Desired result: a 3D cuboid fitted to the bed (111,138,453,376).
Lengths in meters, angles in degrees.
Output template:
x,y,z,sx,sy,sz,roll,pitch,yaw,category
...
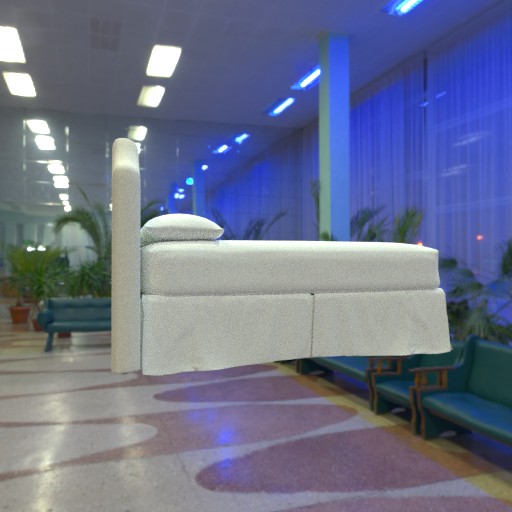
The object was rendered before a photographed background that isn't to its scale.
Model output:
x,y,z,sx,sy,sz,roll,pitch,yaw,category
0.000,0.000,3.580,2.204,1.301,2.160,0,0,-18,bed
